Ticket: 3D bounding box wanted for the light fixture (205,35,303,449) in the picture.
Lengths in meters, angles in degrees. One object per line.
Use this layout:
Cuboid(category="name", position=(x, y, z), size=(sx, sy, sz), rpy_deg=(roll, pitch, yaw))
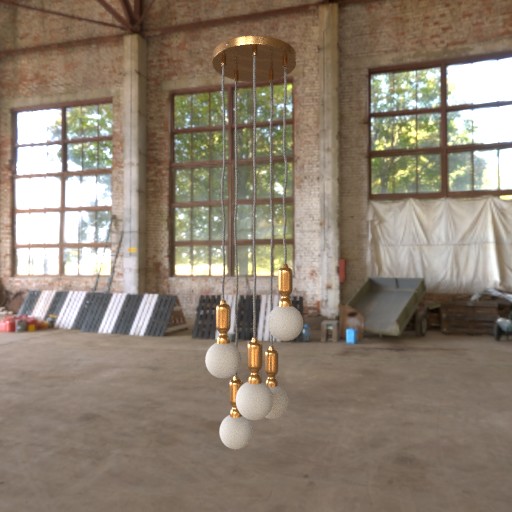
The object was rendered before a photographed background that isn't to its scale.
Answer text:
Cuboid(category="light fixture", position=(0.000, 0.000, 0.507), size=(0.108, 0.457, 0.105), rpy_deg=(-1, -1, 35))
